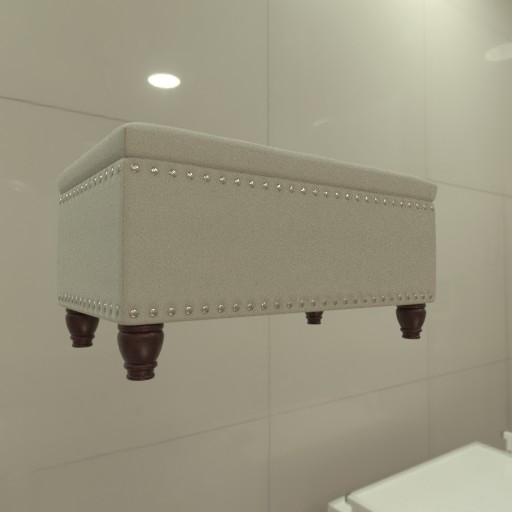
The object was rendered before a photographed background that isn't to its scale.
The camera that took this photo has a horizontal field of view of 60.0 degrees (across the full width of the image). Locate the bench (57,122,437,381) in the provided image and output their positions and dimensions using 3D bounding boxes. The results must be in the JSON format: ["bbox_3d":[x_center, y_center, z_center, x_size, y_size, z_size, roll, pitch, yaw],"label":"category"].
[{"bbox_3d":[0.000,0.000,1.166,0.887,0.449,0.500,1,-2,-35],"label":"bench"}]
